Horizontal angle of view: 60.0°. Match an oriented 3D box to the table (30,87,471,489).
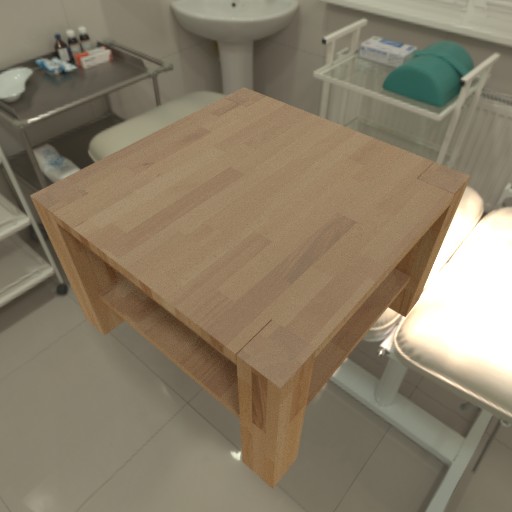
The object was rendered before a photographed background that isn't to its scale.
[{"bbox_3d":[0.000,0.000,1.153,0.700,0.451,0.700,32,53,27],"label":"table"}]
